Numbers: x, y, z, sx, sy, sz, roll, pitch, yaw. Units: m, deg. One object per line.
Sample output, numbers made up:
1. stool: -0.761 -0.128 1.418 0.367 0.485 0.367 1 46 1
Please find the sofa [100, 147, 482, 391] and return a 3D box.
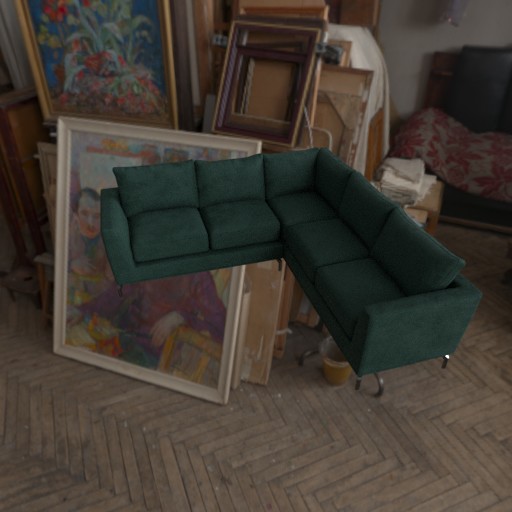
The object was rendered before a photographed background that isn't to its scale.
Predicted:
1. sofa: 0.000 0.000 3.784 2.468 1.004 2.452 -9 34 -14
